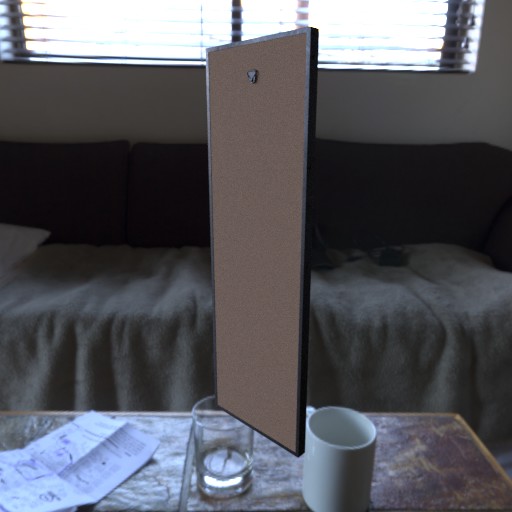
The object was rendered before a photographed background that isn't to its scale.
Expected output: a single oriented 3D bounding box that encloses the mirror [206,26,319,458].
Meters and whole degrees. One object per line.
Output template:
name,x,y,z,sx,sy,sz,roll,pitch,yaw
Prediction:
mirror,0.000,0.000,1.201,0.354,1.080,0.042,14,20,43
